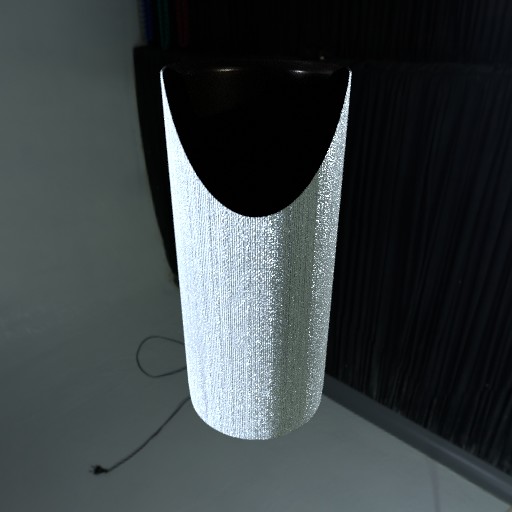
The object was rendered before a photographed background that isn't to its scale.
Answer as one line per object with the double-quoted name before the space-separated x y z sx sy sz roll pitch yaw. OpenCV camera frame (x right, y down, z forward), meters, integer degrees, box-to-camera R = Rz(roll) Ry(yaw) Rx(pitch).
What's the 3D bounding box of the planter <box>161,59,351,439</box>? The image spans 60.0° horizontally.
"planter" 0.000 0.000 0.130 0.045 0.103 0.045 19 33 32
